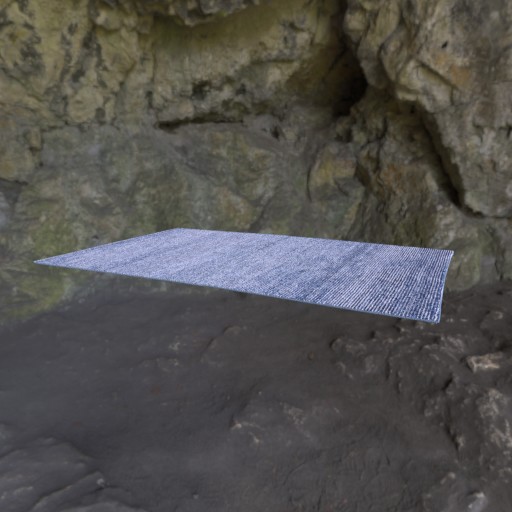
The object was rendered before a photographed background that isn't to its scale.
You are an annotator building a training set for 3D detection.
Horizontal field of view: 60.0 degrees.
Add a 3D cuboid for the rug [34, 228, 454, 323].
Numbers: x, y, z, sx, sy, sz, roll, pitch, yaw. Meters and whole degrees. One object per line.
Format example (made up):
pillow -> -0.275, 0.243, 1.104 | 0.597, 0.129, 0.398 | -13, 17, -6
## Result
rug -> 0.000, 0.000, 2.204 | 1.777, 0.021, 1.145 | 6, 14, 25
